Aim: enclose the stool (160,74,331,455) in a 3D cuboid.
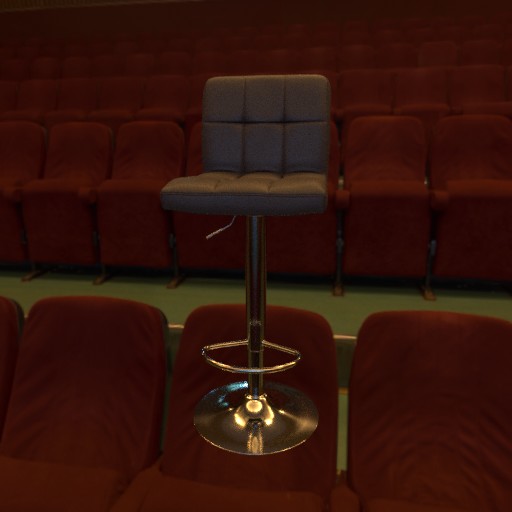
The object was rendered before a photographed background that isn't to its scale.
[{"bbox_3d":[0.000,0.000,1.378,0.430,1.115,0.505,2,14,8],"label":"stool"}]
